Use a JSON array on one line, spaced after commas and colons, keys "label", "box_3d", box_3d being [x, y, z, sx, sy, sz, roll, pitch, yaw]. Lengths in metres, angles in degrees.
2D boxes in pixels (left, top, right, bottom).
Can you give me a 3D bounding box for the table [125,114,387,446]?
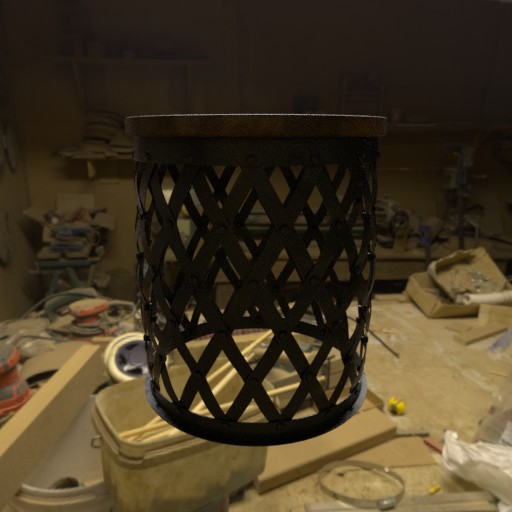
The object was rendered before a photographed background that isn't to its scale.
[{"label": "table", "box_3d": [0.000, 0.000, 0.769, 0.405, 0.454, 0.405, 0, 16, 0]}]
